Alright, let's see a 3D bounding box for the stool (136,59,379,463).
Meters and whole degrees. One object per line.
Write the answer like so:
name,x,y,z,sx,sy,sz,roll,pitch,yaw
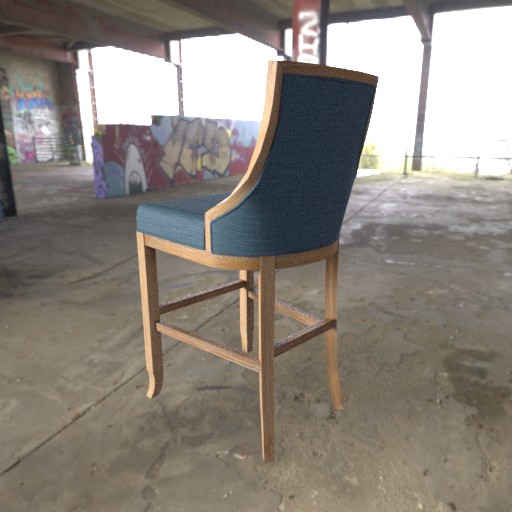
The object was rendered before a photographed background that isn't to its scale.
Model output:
stool,0.000,0.000,1.460,0.626,1.101,0.524,15,22,43
